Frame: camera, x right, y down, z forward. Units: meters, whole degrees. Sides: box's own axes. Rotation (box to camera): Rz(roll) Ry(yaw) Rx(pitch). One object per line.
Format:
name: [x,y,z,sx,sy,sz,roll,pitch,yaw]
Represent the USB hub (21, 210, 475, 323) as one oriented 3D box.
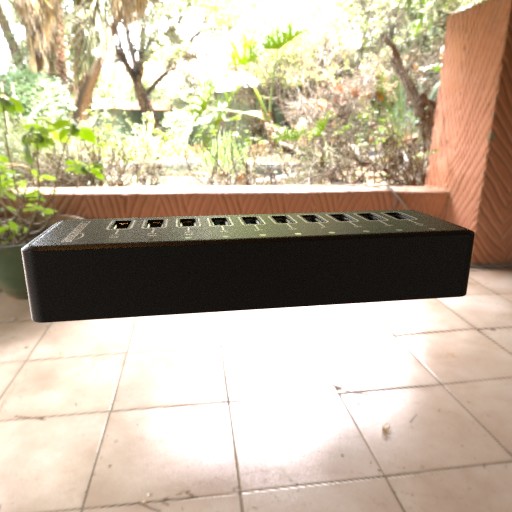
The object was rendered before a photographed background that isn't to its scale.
USB hub: [0.000,0.000,0.161,0.145,0.023,0.044,-3,16,-9]
